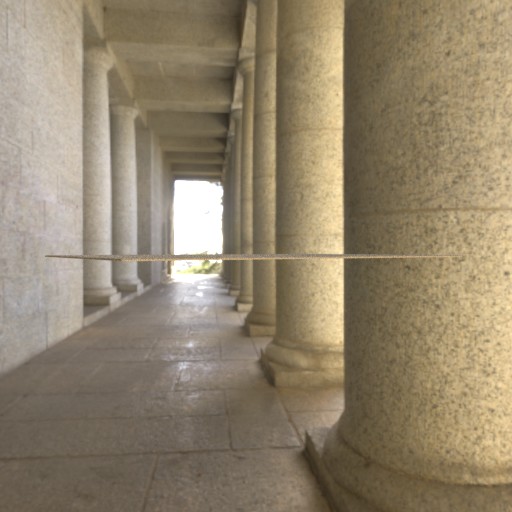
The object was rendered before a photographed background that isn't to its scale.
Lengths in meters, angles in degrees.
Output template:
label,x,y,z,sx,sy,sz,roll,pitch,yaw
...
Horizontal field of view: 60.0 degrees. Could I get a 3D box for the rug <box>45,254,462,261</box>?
label,x,y,z,sx,sy,sz,roll,pitch,yaw
rug,0.000,0.000,2.909,2.286,0.011,1.524,0,1,-35
